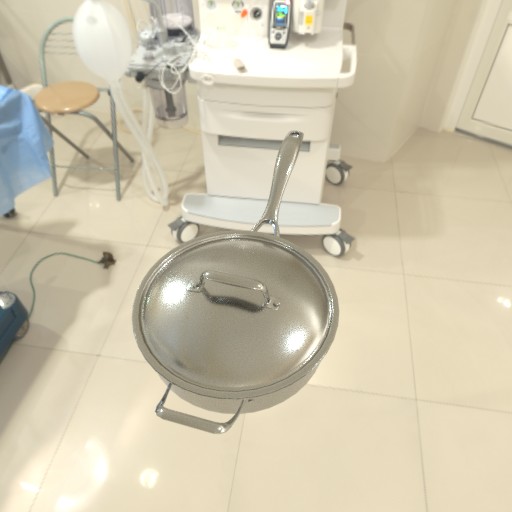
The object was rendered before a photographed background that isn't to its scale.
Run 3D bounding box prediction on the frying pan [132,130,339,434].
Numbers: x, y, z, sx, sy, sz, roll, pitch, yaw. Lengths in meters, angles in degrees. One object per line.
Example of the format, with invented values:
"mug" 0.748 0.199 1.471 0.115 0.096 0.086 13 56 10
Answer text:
"frying pan" 0.000 0.000 0.598 0.245 0.111 0.492 12 48 11
